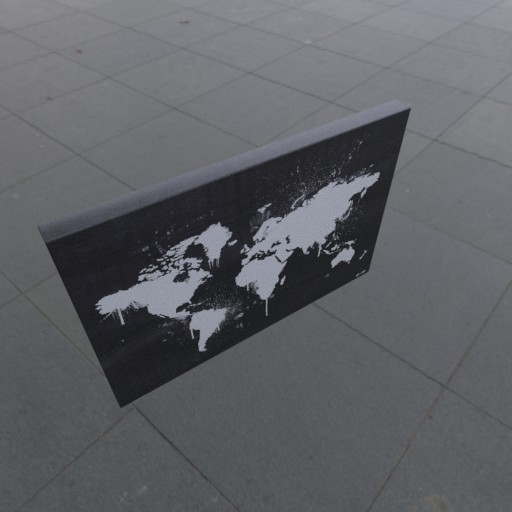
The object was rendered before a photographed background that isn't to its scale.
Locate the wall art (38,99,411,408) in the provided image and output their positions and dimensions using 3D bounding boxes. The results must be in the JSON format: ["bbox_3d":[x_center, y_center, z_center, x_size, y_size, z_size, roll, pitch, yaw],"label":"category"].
[{"bbox_3d":[0.000,0.000,0.786,0.610,0.409,0.038,-25,50,-23],"label":"wall art"}]
